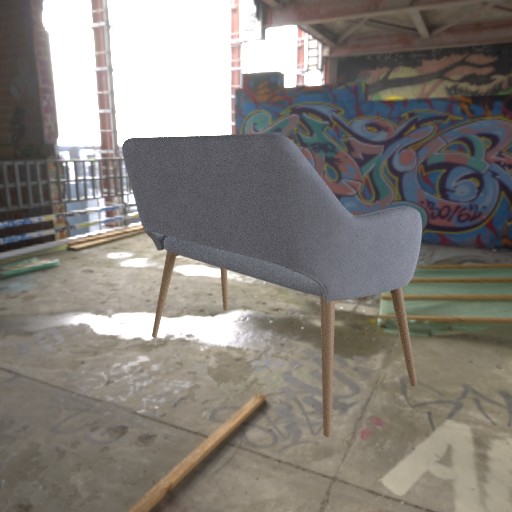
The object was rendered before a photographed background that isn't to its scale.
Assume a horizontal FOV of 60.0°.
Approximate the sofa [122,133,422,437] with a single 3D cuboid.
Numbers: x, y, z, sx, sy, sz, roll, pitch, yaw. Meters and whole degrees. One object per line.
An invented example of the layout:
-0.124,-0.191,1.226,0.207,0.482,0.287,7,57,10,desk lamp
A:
0.000,0.000,1.619,0.610,0.840,1.150,-13,19,-42,sofa
